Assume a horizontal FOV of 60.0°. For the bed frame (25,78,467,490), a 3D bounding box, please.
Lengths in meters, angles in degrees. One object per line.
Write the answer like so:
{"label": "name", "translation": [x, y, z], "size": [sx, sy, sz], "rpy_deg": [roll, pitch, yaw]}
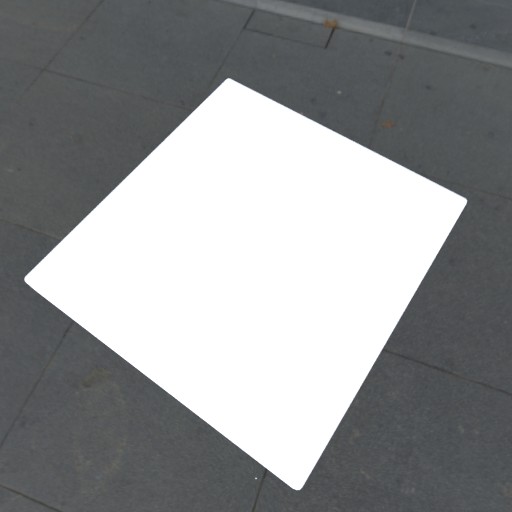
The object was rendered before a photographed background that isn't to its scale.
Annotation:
{"label": "bed frame", "translation": [0.000, 0.000, 2.954], "size": [1.935, 0.525, 2.033], "rpy_deg": [32, 68, 15]}
